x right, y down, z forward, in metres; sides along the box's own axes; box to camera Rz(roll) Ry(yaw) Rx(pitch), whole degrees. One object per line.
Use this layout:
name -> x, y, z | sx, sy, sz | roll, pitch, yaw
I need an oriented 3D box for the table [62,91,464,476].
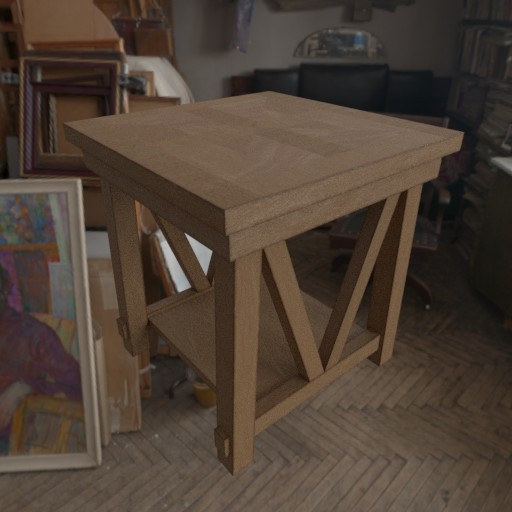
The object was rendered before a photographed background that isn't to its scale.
table -> 0.000, 0.000, 1.110 | 0.612, 0.638, 0.610 | -23, 37, -33
